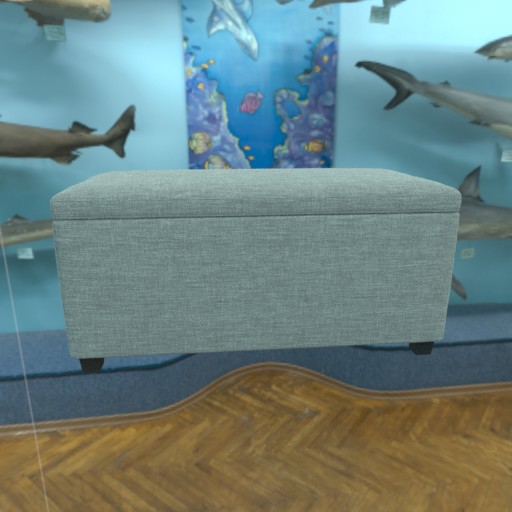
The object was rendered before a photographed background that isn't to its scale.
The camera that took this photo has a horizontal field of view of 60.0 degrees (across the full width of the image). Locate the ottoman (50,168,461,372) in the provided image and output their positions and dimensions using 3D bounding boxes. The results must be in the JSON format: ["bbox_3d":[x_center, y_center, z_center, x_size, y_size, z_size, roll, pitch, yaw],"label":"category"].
[{"bbox_3d":[0.000,0.000,1.173,0.902,0.432,0.419,-2,17,-5],"label":"ottoman"}]
